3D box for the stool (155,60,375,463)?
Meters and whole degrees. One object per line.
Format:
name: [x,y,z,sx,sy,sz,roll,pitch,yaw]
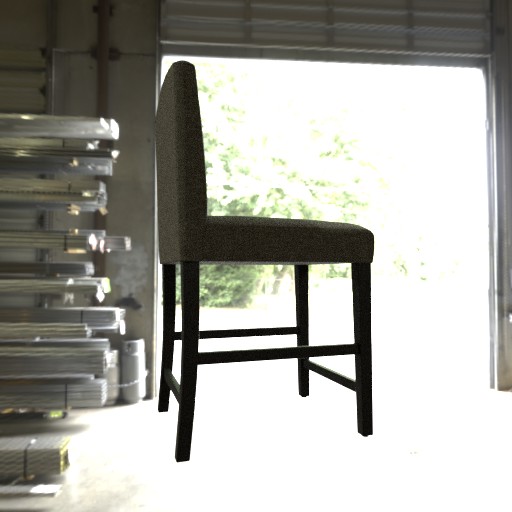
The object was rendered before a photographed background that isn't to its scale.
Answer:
stool: [0.000,0.000,1.305,0.552,0.966,0.451,1,-2,-18]
